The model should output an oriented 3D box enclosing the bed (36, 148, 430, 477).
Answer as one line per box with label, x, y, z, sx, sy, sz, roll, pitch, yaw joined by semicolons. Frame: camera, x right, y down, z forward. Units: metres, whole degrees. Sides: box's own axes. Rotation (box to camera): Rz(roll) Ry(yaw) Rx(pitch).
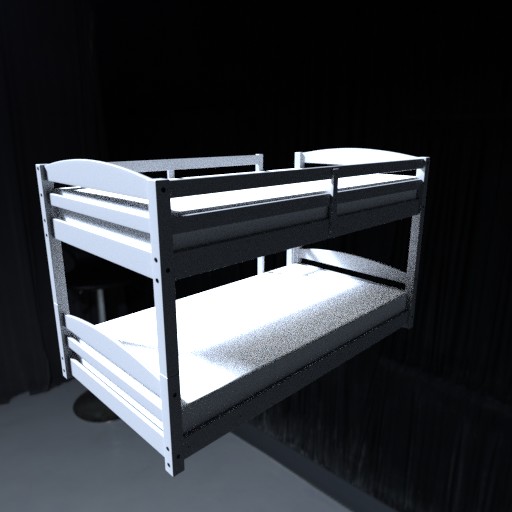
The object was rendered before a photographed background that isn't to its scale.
bed;0.000;0.000;2.647;2.013;1.206;1.105;-15;21;-43
